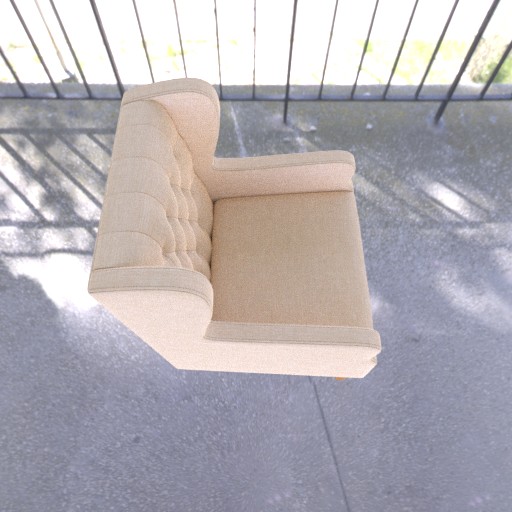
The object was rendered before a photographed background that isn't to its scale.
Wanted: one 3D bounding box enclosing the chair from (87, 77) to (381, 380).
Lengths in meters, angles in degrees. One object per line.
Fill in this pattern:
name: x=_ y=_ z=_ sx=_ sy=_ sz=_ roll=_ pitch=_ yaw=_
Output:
chair: x=0.000 y=0.000 z=1.492 sx=0.760 sy=0.930 sz=0.710 roll=-1 pitch=62 yaw=0
